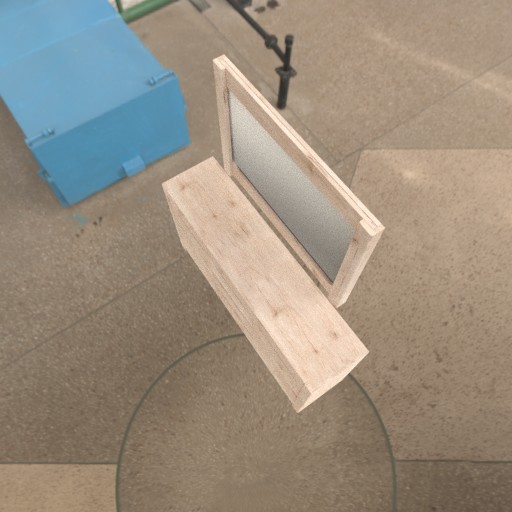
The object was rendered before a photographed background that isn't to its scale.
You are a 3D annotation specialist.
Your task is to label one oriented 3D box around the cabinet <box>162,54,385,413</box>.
[{"bbox_3d":[0.000,0.000,2.750,0.420,1.981,1.700,-32,68,-14],"label":"cabinet"}]
